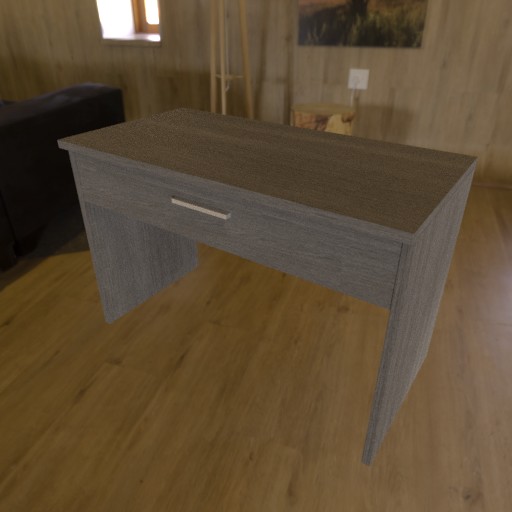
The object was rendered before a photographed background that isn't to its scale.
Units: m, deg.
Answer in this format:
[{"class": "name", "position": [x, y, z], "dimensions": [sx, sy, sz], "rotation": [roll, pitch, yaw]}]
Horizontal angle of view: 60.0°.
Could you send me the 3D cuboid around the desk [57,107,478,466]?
[{"class": "desk", "position": [0.000, 0.000, 1.474], "dimensions": [1.099, 0.729, 0.557], "rotation": [19, 35, 29]}]
